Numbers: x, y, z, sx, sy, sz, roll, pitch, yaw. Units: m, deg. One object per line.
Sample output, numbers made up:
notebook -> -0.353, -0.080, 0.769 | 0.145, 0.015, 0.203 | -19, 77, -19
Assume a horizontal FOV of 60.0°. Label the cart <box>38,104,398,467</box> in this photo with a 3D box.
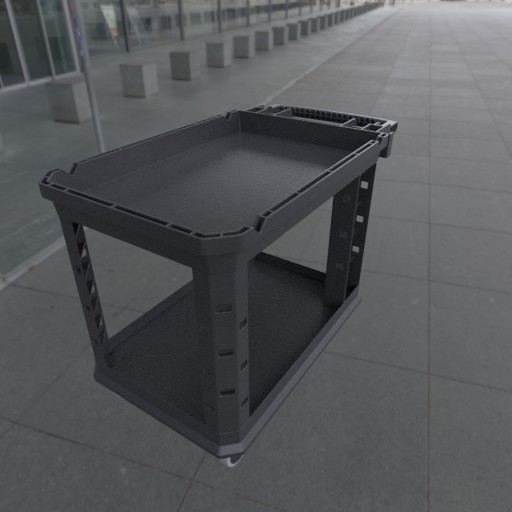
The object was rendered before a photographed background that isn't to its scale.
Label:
cart -> 0.000, 0.000, 1.702 | 0.674, 0.884, 1.239 | 19, 36, 28
